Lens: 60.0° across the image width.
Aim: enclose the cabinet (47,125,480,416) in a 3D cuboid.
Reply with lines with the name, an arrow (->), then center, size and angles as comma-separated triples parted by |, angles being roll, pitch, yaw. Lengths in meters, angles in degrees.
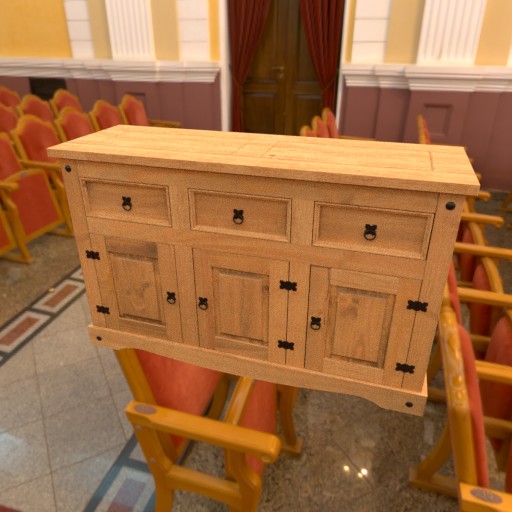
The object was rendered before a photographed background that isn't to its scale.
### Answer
cabinet -> 0.000, 0.000, 1.662 | 1.321, 0.810, 0.432 | 8, 28, 15
